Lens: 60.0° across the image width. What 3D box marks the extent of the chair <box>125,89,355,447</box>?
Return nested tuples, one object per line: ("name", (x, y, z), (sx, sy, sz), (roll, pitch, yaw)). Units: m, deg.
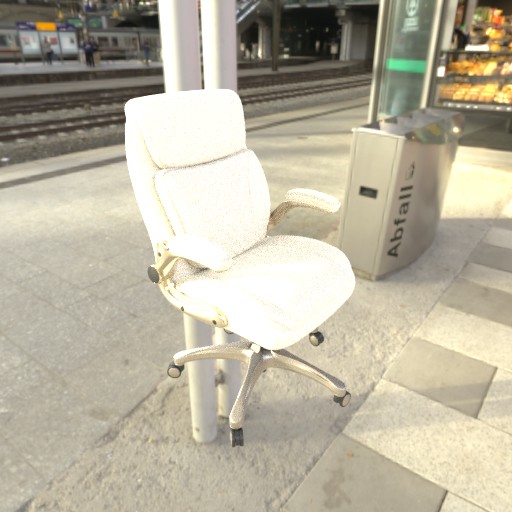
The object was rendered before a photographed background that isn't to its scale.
("chair", (0.000, 0.000, 1.645), (0.794, 1.110, 0.740), (17, 30, 32))
